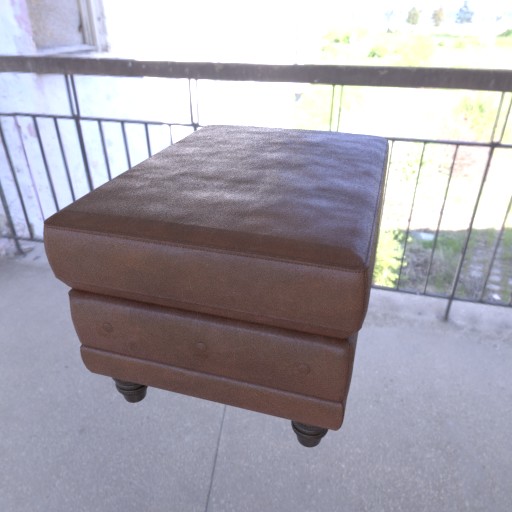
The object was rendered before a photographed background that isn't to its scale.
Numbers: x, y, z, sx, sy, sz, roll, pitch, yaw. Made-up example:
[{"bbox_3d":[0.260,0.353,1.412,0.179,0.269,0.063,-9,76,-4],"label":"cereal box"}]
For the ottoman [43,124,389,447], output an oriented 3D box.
[{"bbox_3d":[0.000,0.000,1.149,0.588,0.509,0.795,8,30,15],"label":"ottoman"}]
